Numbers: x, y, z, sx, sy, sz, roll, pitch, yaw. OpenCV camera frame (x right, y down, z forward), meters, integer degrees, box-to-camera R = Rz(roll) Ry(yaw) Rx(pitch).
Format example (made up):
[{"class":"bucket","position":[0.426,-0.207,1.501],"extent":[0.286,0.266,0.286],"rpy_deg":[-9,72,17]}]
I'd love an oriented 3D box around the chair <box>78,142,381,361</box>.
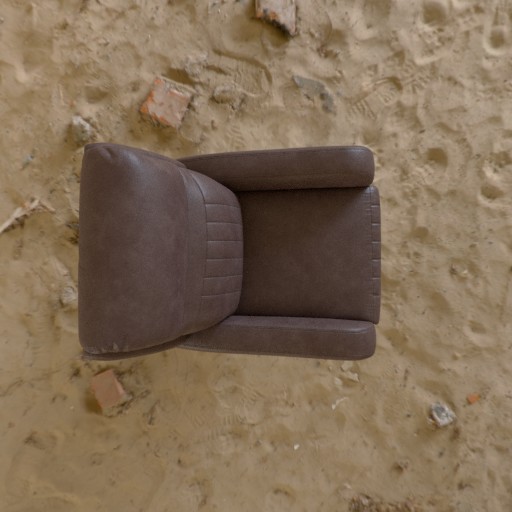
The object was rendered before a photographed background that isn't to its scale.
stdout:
[{"class":"chair","position":[0.000,0.000,1.774],"extent":[1.067,1.067,0.865],"rpy_deg":[0,89,0]}]
